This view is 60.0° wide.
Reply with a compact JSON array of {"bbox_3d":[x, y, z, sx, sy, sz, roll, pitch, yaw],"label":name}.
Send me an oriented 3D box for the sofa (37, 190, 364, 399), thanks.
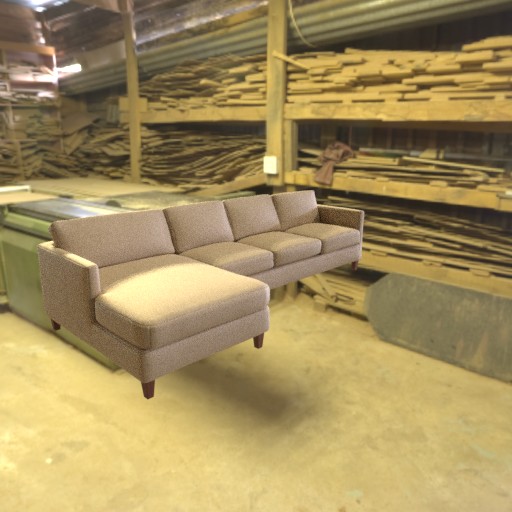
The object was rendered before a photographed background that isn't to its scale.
[{"bbox_3d":[0.000,0.000,3.928,3.201,0.876,1.502,-14,20,-43],"label":"sofa"}]
